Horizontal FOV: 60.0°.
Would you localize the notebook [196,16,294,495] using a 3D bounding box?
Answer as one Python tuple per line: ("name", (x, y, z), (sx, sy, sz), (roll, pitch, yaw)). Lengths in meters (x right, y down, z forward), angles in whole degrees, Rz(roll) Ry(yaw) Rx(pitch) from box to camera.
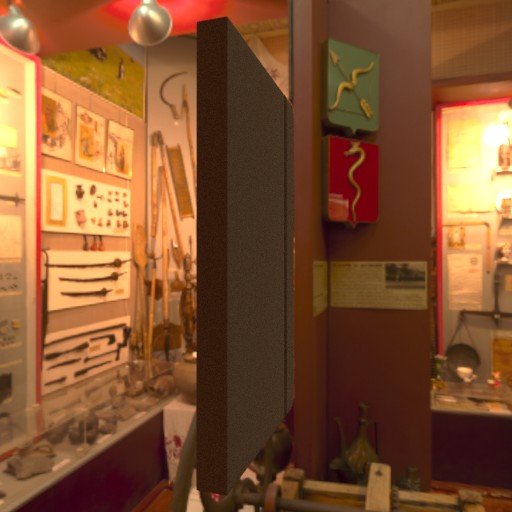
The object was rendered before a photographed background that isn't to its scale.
("notebook", (0.000, 0.000, 0.258), (0.016, 0.213, 0.127), (0, 0, 18))
